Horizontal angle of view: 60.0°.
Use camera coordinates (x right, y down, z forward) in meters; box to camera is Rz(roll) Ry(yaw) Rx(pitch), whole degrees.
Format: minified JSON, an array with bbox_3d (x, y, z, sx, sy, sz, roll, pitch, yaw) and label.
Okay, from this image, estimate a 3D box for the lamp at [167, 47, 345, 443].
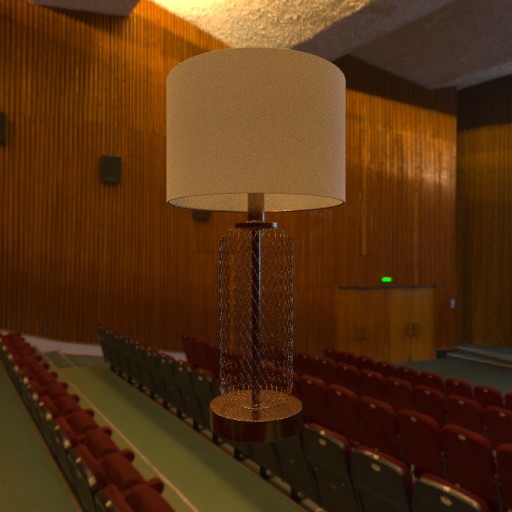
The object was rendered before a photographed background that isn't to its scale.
[{"bbox_3d":[0.000,0.000,0.637,0.252,0.483,0.252,0,0,-36],"label":"lamp"}]
